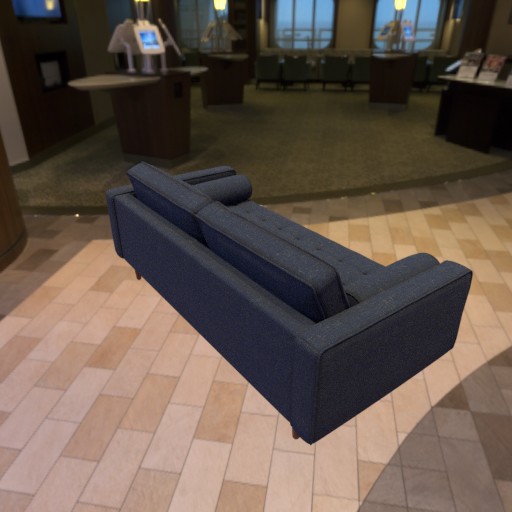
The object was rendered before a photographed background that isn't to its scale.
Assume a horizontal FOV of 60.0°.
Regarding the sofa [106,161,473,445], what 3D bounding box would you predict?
[{"bbox_3d":[0.000,0.000,2.352,0.914,0.762,1.880,-19,33,-32],"label":"sofa"}]
